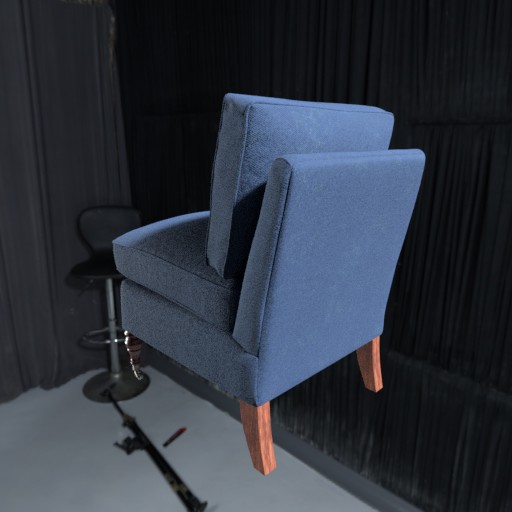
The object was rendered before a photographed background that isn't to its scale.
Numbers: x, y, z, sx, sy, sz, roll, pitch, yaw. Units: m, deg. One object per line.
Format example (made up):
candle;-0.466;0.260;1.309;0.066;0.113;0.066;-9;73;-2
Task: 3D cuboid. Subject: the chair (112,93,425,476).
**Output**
chair;0.000;0.000;1.623;0.724;1.052;0.912;-15;21;-43
